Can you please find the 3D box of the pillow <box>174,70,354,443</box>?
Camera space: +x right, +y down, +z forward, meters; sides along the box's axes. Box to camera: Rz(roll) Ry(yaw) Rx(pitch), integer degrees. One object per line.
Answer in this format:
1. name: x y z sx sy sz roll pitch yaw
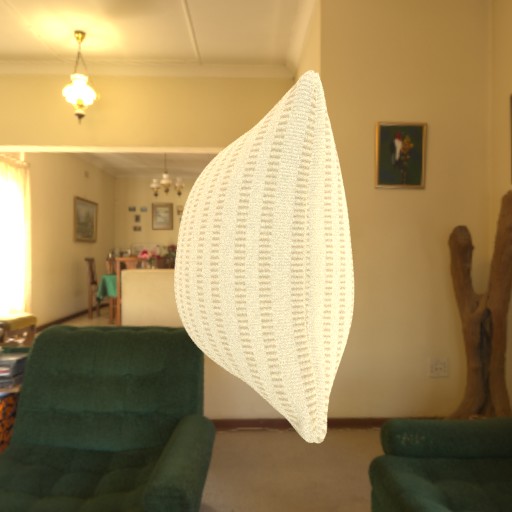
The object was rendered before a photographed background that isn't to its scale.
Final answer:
1. pillow: 0.000 0.000 0.695 0.247 0.419 0.438 0 1 -18
